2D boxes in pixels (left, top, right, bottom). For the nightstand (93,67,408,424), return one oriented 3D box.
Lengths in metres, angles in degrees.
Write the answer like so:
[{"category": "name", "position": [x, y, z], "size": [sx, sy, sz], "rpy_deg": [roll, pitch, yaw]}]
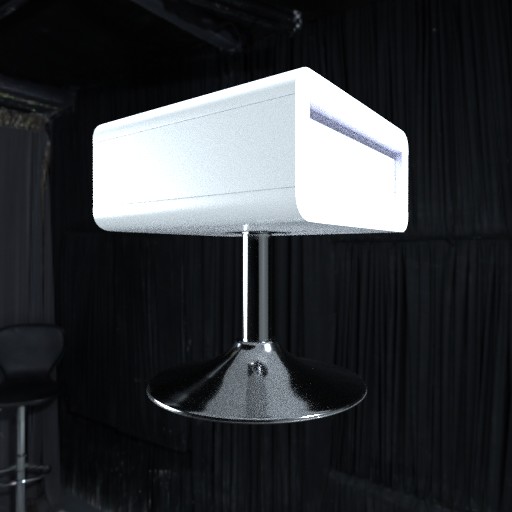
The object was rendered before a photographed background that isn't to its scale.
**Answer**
[{"category": "nightstand", "position": [0.000, 0.000, 0.778], "size": [0.404, 0.447, 0.399], "rpy_deg": [0, 1, 36]}]
